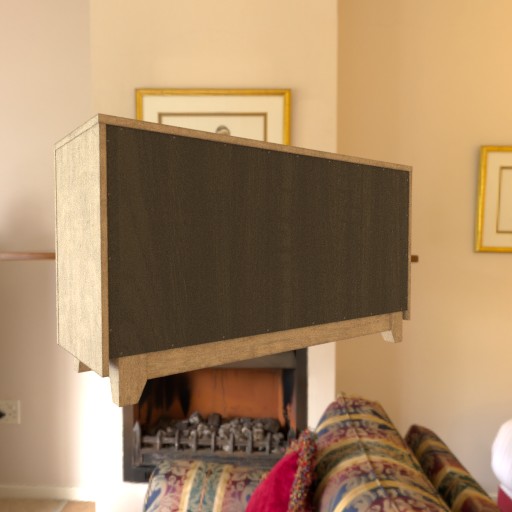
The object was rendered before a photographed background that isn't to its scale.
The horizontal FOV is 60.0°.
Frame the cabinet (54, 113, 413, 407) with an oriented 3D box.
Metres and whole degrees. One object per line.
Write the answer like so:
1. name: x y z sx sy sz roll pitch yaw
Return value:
1. cabinet: 0.000 0.000 1.861 1.460 0.825 0.511 -2 3 -37
